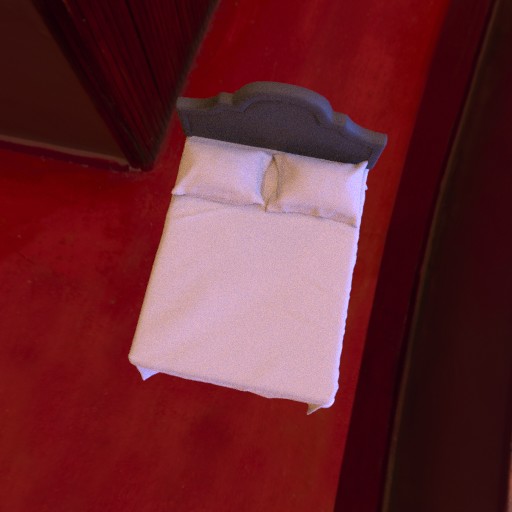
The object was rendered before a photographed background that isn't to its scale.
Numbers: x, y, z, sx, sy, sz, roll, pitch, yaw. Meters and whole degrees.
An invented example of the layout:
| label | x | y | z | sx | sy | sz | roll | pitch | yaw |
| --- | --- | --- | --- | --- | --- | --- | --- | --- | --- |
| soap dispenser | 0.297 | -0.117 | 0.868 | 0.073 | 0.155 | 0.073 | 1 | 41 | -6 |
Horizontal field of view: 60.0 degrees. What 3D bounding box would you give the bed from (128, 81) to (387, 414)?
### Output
| label | x | y | z | sx | sy | sz | roll | pitch | yaw |
| --- | --- | --- | --- | --- | --- | --- | --- | --- | --- |
| bed | 0.000 | 0.000 | 3.439 | 1.780 | 1.634 | 2.222 | 11 | 76 | 3 |
